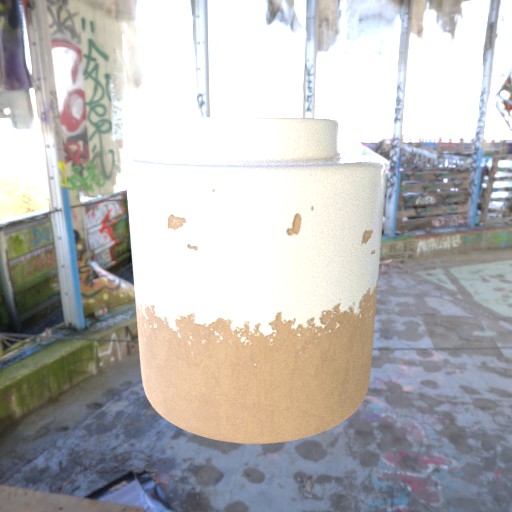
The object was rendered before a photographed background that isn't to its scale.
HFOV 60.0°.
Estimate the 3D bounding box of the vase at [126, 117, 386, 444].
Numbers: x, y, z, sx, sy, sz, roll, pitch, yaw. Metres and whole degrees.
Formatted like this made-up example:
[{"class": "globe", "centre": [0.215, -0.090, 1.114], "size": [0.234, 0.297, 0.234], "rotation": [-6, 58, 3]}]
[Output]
[{"class": "vase", "centre": [0.000, 0.000, 0.285], "size": [0.153, 0.167, 0.153], "rotation": [0, 16, 0]}]
